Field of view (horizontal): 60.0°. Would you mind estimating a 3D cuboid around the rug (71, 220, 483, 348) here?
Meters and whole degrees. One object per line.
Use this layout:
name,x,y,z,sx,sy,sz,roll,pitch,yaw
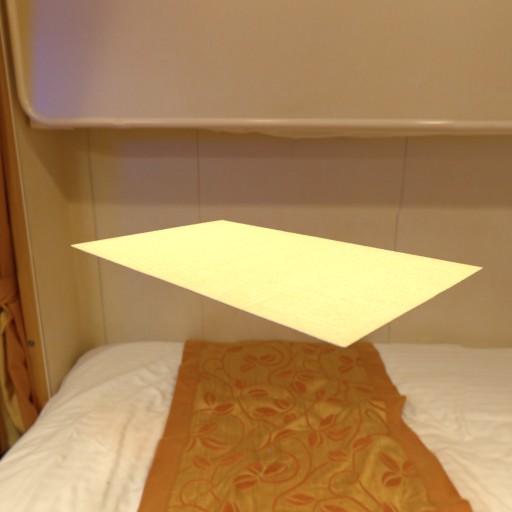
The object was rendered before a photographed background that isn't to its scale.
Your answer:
rug,0.000,0.000,3.037,2.441,0.014,1.531,14,20,43
